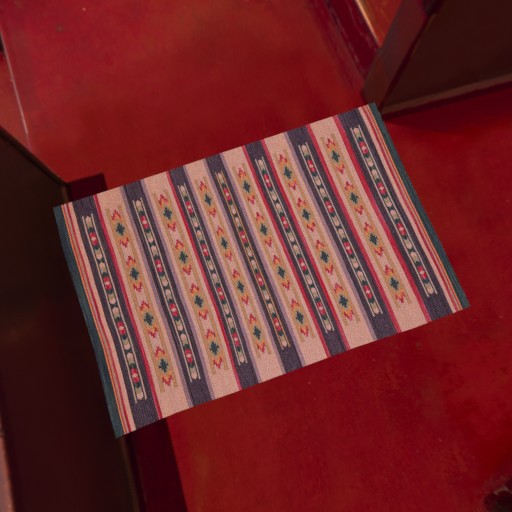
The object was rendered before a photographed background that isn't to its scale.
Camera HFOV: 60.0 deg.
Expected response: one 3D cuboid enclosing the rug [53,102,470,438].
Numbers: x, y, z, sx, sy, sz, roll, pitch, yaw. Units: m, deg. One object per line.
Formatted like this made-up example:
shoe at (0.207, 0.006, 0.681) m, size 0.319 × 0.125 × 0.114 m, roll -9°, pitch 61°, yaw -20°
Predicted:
rug at (0.000, 0.000, 2.849) m, size 2.311 × 0.010 × 1.522 m, roll -19°, pitch 77°, yaw -4°
